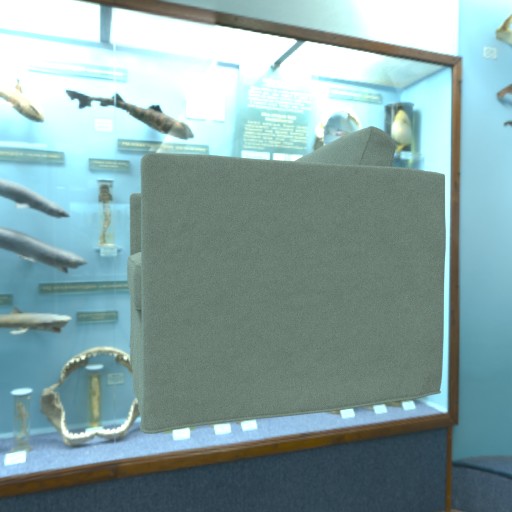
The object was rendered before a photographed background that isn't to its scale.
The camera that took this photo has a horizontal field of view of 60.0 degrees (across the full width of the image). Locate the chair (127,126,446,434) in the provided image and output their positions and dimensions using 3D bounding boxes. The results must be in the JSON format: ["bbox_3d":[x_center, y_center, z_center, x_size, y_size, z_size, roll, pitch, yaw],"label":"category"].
[{"bbox_3d":[0.000,0.000,1.726,0.949,0.863,1.057,0,2,-18],"label":"chair"}]
